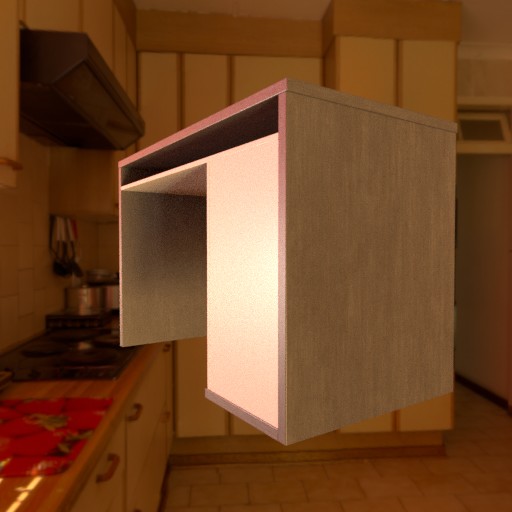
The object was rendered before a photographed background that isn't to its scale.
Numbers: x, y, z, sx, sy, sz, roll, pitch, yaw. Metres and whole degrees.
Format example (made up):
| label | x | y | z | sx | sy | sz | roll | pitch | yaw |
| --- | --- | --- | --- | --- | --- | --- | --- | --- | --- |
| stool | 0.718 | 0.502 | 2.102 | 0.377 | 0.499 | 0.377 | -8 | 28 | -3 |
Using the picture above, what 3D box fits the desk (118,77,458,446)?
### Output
| label | x | y | z | sx | sy | sz | roll | pitch | yaw |
| --- | --- | --- | --- | --- | --- | --- | --- | --- | --- |
| desk | 0.000 | 0.000 | 1.520 | 0.600 | 0.750 | 1.100 | -1 | 2 | -34 |
